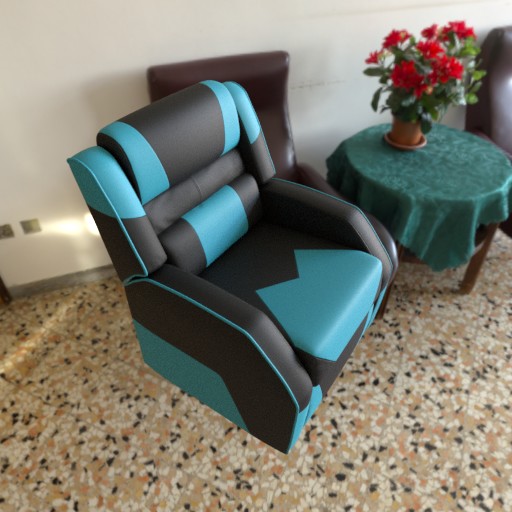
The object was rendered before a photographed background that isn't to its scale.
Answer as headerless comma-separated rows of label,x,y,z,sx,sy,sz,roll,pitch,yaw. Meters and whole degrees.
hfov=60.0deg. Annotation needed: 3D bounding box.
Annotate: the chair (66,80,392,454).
chair,0.000,0.000,1.313,0.672,0.805,0.620,24,46,25
